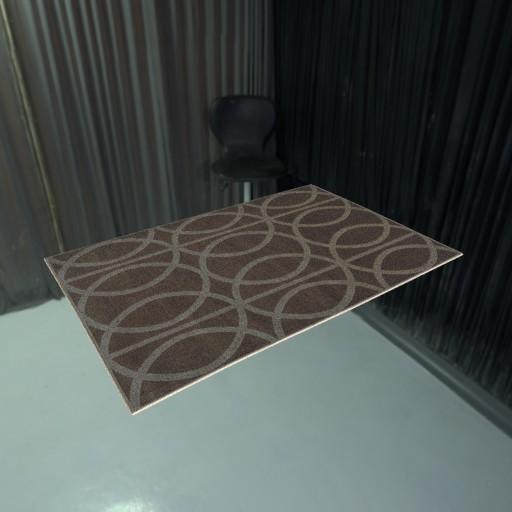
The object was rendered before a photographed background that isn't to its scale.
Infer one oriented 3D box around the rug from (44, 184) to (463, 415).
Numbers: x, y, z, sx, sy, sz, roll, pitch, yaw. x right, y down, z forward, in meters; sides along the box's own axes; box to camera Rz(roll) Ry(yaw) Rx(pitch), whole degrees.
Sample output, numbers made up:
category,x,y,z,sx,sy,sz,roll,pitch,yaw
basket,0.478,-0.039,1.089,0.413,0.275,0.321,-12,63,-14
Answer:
category,x,y,z,sx,sy,sz,roll,pitch,yaw
rug,0.000,0.000,2.896,2.290,0.014,1.526,-19,36,-30
